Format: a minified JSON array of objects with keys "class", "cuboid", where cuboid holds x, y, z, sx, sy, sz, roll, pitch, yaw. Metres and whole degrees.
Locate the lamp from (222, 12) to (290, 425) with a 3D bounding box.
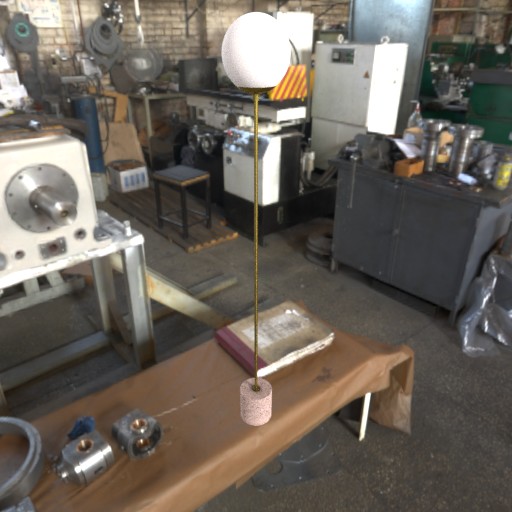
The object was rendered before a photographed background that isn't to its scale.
[{"class":"lamp","cuboid":[0.000,0.000,1.812,0.229,1.748,0.229,7,27,14]}]
